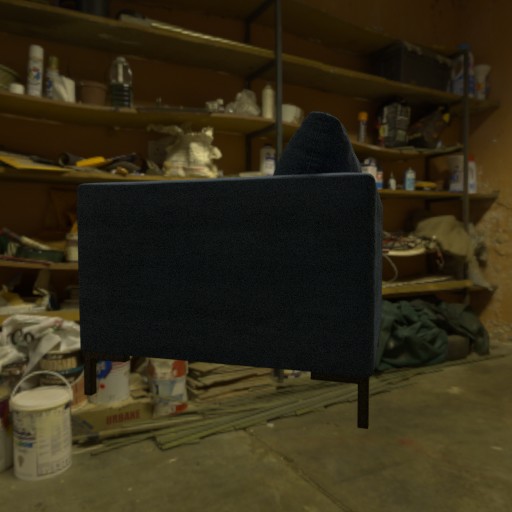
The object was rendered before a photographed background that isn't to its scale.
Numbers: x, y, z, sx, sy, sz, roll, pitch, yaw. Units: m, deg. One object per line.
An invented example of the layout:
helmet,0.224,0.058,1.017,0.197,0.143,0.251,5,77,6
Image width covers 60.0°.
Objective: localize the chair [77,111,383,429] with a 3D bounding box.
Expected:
chair,0.000,0.000,1.626,0.875,0.812,0.964,1,2,17
